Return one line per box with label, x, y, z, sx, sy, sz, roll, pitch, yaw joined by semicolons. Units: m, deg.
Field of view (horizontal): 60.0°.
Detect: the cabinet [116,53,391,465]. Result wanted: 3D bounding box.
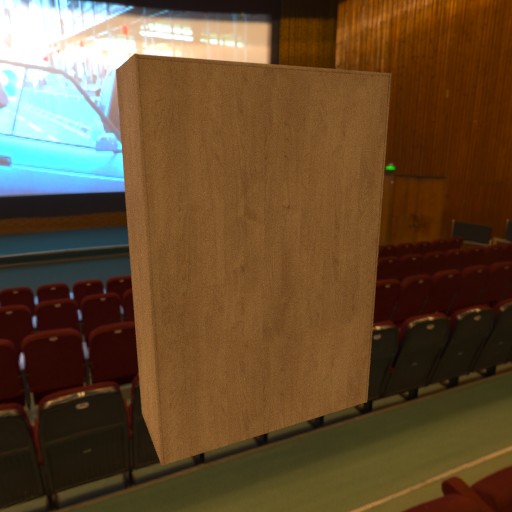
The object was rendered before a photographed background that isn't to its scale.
cabinet;0.000;0.000;2.467;1.290;1.910;0.510;-7;17;-24
